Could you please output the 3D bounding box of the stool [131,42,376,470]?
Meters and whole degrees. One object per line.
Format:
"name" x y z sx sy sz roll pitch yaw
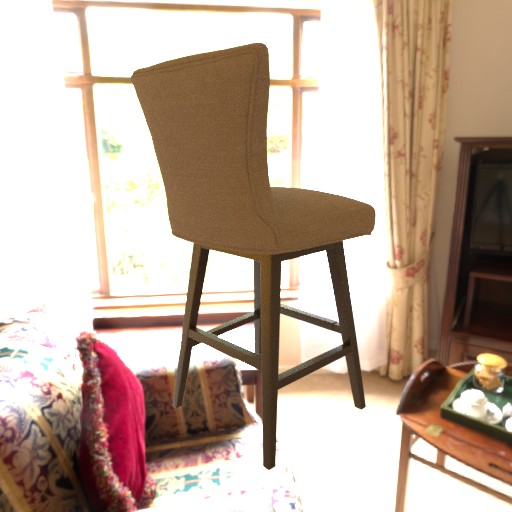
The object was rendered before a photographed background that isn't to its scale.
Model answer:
"stool" 0.000 0.000 1.377 0.514 1.086 0.574 13 19 43
